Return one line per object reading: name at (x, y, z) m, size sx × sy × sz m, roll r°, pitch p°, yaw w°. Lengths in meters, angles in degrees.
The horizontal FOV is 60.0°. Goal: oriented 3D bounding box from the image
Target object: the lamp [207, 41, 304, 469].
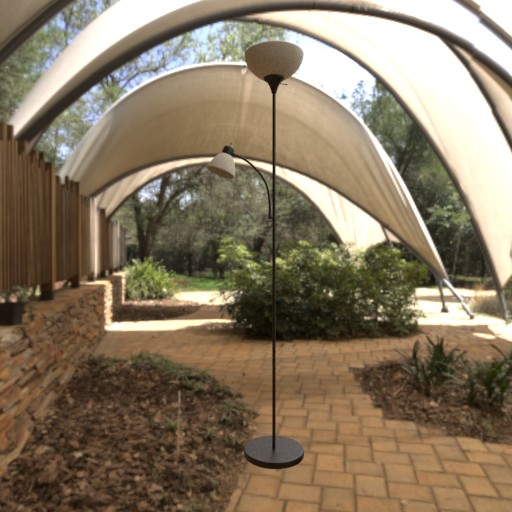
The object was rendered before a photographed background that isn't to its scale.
lamp at (0.000, 0.000, 1.977) m, size 0.442 × 1.804 × 0.279 m, roll 0°, pitch 1°, yaw -17°
